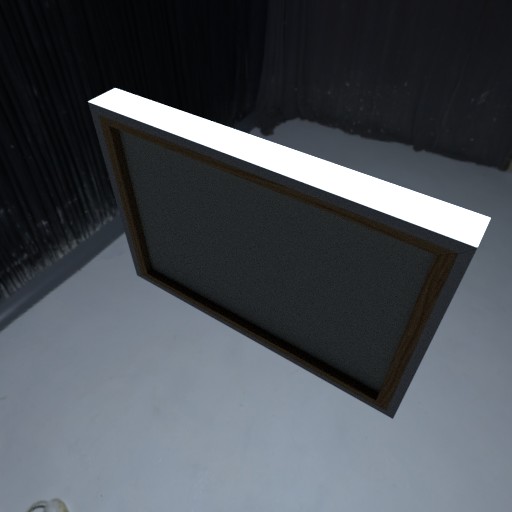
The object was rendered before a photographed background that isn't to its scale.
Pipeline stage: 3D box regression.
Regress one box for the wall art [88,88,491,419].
[{"bbox_3d":[0.000,0.000,0.474,0.381,0.259,0.038,25,50,23],"label":"wall art"}]
